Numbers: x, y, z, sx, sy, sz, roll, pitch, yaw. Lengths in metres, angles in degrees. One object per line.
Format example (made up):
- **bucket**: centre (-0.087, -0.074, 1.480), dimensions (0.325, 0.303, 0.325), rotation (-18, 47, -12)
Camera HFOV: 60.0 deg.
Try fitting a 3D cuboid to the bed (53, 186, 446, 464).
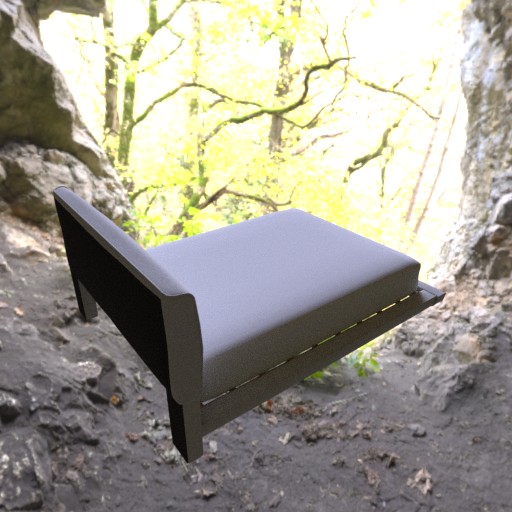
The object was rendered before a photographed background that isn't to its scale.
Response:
- **bed**: centre (0.000, 0.000, 3.353), dimensions (2.368, 1.067, 1.840), rotation (-19, 33, -32)
